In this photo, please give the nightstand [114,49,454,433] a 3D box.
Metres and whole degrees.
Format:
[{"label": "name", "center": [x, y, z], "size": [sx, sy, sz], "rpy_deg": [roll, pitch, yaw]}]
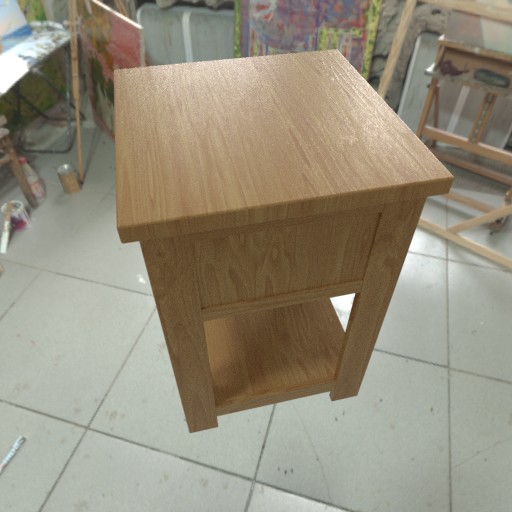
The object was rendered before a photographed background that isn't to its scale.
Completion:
[{"label": "nightstand", "center": [0.000, 0.000, 0.890], "size": [0.418, 0.614, 0.428], "rpy_deg": [-9, 46, -9]}]
